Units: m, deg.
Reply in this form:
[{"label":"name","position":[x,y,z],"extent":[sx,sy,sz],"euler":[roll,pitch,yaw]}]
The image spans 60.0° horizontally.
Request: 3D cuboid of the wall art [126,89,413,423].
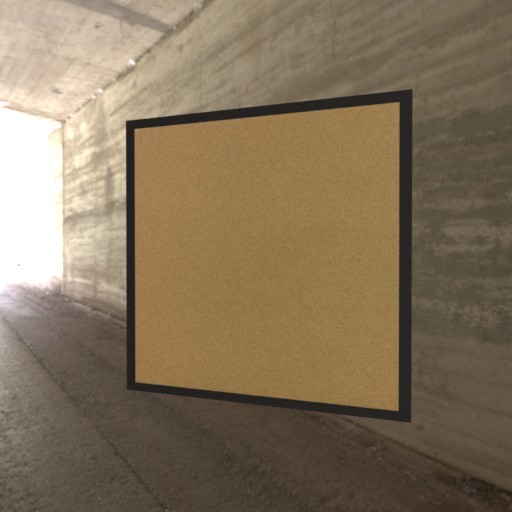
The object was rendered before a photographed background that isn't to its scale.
[{"label":"wall art","position":[0.000,0.000,1.149],"extent":[0.762,0.760,0.037],"euler":[0,1,19]}]
